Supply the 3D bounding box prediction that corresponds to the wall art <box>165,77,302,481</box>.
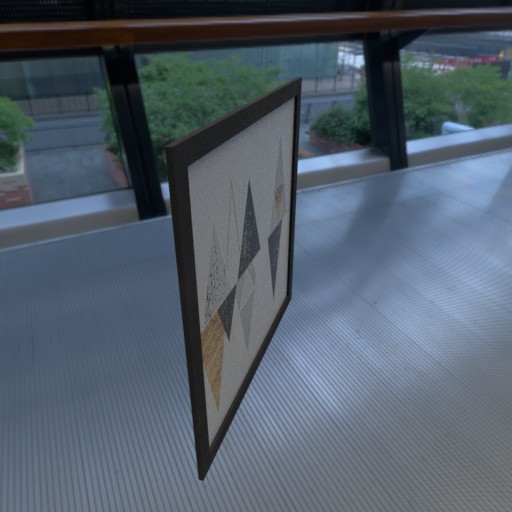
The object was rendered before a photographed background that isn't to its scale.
[{"bbox_3d":[0.000,0.000,1.224,0.013,0.823,0.823,10,31,17],"label":"wall art"}]
